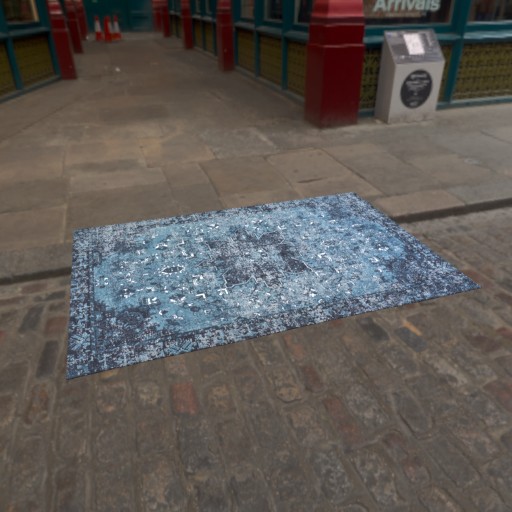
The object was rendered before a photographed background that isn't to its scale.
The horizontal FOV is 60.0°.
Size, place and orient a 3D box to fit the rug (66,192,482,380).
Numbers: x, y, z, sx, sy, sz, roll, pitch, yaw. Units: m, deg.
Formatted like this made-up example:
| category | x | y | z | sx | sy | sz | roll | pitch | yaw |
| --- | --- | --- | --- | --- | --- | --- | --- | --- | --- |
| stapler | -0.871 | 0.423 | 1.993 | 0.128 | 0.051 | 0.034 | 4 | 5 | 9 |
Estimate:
| category | x | y | z | sx | sy | sz | roll | pitch | yaw |
| --- | --- | --- | --- | --- | --- | --- | --- | --- | --- |
| rug | 0.000 | 0.000 | 2.324 | 1.828 | 0.005 | 1.219 | -10 | 32 | -16 |
